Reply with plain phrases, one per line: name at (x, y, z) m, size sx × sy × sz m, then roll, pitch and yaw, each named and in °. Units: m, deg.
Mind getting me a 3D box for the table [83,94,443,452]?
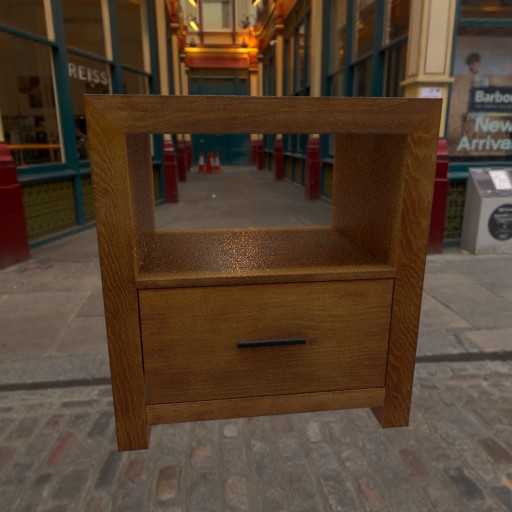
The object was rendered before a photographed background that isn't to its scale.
table at (0.000, 0.000, 0.933) m, size 0.550 × 0.605 × 0.400 m, roll -2°, pitch 15°, yaw -7°
